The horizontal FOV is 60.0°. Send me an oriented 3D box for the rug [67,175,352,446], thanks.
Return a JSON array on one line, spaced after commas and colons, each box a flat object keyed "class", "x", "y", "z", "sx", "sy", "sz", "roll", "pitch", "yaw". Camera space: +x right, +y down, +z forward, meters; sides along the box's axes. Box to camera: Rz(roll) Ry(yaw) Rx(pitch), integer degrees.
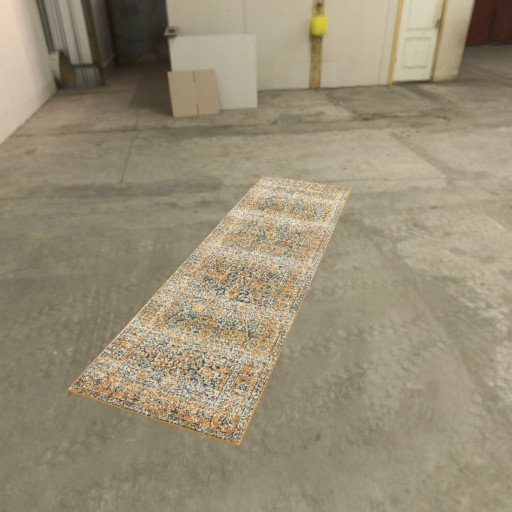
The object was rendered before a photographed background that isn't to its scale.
[{"class": "rug", "x": 0.000, "y": 0.000, "z": 2.498, "sx": 0.704, "sy": 0.014, "sz": 2.294, "roll": 11, "pitch": 34, "yaw": 17}]
